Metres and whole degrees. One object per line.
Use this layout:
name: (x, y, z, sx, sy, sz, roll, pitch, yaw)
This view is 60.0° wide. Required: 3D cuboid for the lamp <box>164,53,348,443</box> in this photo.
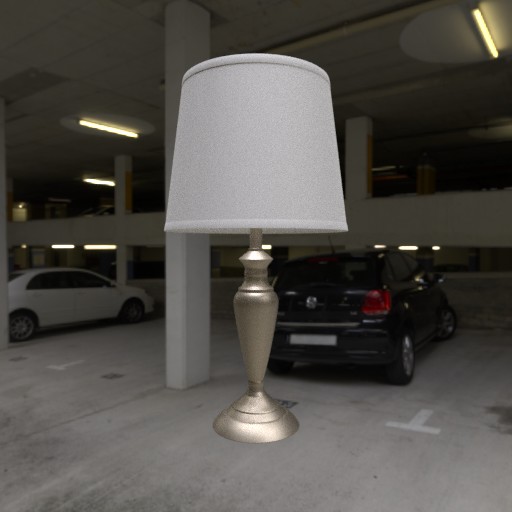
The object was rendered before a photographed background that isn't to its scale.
lamp: (0.000, 0.000, 0.808, 0.328, 0.619, 0.328, 0, 2, 0)
